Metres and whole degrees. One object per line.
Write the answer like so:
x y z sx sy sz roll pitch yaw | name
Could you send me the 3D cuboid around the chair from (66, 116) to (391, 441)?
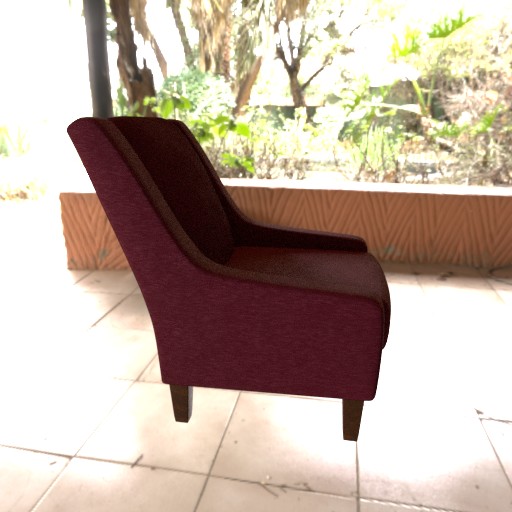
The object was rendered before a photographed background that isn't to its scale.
0.000 0.000 1.691 0.985 1.017 0.793 3 17 9 | chair
